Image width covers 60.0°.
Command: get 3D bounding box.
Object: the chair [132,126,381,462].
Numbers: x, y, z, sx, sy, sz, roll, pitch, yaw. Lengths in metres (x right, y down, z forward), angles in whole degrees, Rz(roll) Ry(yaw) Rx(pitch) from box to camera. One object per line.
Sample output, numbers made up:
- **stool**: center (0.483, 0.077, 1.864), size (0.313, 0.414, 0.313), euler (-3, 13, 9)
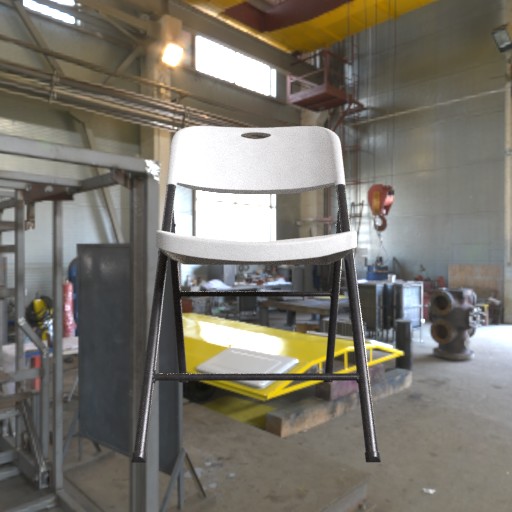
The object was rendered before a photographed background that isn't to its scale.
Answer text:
- **chair**: center (0.000, 0.000, 1.146), size (0.494, 0.810, 0.566), euler (0, 0, 0)
